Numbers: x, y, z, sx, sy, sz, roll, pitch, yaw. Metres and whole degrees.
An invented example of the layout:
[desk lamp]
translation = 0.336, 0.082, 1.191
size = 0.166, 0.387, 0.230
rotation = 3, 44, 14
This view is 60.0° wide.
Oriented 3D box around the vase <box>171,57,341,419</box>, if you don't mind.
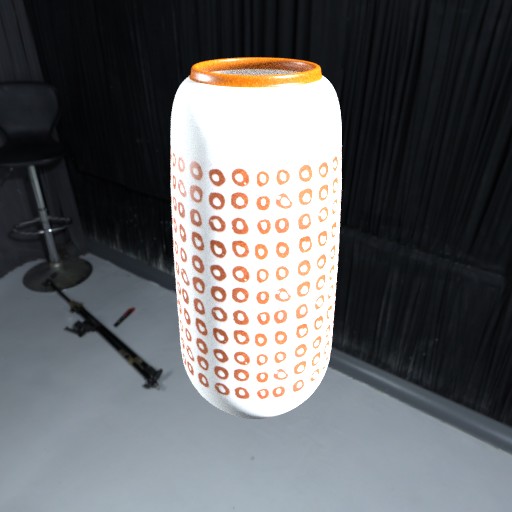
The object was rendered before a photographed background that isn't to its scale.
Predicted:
[vase]
translation = 0.000, 0.000, 0.354
size = 0.133, 0.282, 0.133
rotation = 0, 31, 0
